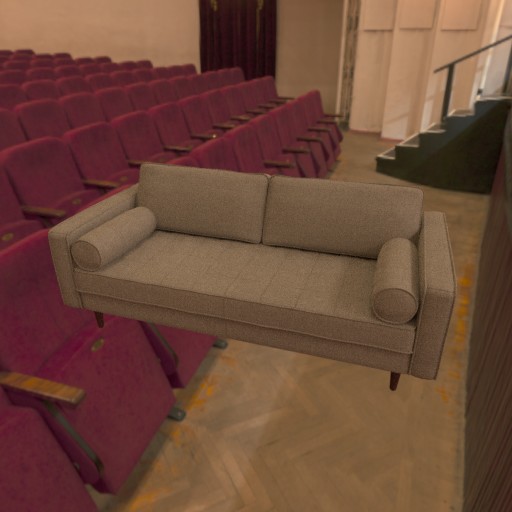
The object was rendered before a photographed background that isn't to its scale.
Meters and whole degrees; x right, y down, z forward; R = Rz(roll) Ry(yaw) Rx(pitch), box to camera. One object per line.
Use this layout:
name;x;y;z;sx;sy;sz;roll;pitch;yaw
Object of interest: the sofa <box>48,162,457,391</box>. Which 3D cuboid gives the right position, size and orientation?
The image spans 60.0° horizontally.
sofa;0.000;0.000;2.342;1.879;0.762;0.914;8;27;16
